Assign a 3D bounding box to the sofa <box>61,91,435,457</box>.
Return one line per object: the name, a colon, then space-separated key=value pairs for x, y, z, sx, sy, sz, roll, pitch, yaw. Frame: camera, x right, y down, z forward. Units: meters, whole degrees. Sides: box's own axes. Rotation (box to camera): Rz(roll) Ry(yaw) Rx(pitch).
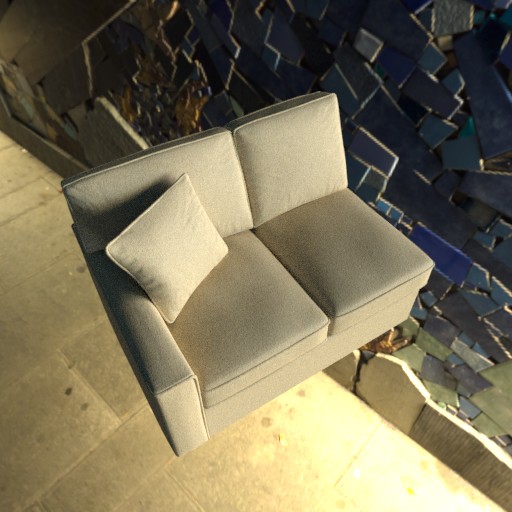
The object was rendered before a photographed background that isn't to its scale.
sofa: x=0.000 y=0.000 z=2.067 sx=1.388 sy=0.989 sz=0.991 roll=-25 pitch=51 yaw=-22
